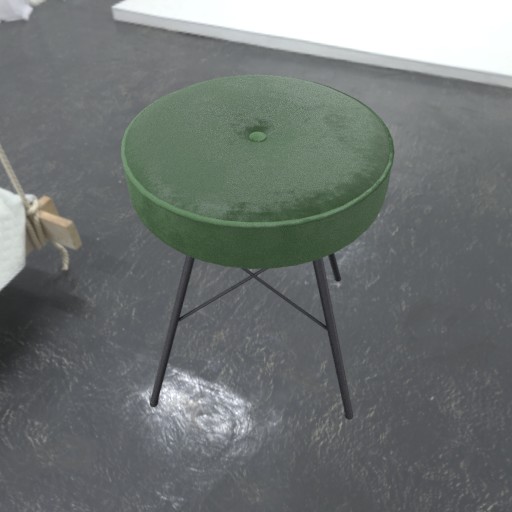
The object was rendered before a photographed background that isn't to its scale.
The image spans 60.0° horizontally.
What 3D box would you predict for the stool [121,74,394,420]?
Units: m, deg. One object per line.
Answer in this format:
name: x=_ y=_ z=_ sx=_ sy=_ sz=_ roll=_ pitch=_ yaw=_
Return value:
stool: x=0.000 y=0.000 z=0.907 sx=0.457 sy=0.595 sz=0.430 roll=3 pitch=47 yaw=3
